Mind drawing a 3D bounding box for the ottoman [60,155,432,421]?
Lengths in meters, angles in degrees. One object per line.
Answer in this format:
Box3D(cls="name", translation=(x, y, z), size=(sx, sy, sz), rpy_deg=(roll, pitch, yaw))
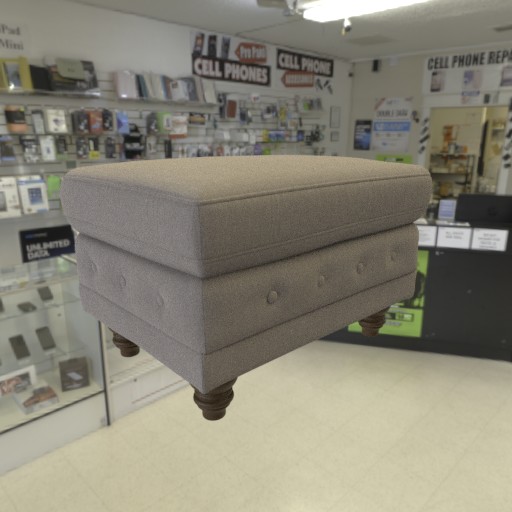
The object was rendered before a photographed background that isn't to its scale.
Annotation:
Box3D(cls="ottoman", translation=(0.000, 0.000, 1.143), size=(0.771, 0.500, 0.569), rpy_deg=(-14, 20, -41))
